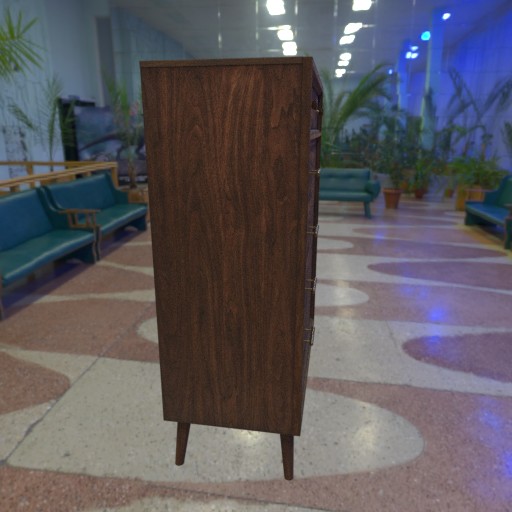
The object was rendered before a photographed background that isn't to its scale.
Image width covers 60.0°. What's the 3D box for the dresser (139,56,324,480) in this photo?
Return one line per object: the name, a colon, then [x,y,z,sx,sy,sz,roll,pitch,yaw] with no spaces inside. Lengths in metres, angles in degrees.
dresser: [0.000,0.000,1.815,0.498,1.365,0.919,3,16,10]
